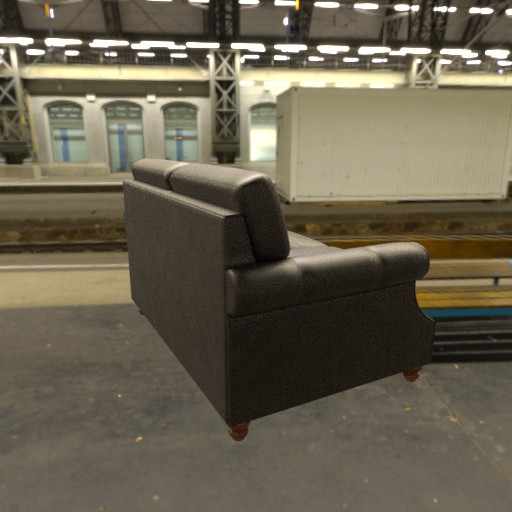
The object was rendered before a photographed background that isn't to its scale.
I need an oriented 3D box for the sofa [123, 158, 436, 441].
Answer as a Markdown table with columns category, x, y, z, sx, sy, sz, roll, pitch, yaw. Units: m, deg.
| category | x | y | z | sx | sy | sz | roll | pitch | yaw |
| --- | --- | --- | --- | --- | --- | --- | --- | --- | --- |
| sofa | 0.000 | 0.000 | 2.339 | 1.030 | 0.979 | 1.663 | -8 | 16 | -27 |
